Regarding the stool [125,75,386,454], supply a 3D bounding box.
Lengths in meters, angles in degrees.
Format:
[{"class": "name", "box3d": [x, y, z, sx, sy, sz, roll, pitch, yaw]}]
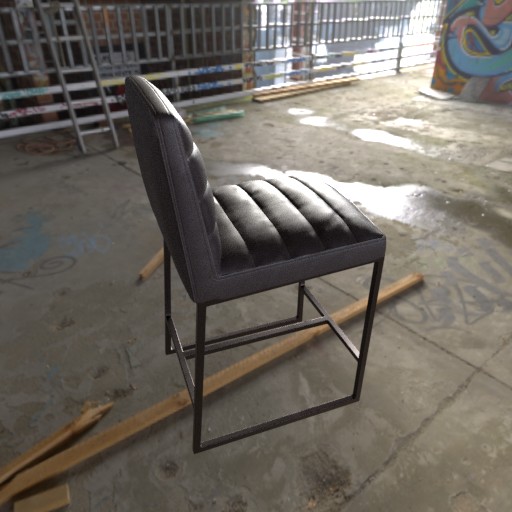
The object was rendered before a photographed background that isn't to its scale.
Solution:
[{"class": "stool", "box3d": [0.000, 0.000, 1.258, 0.562, 0.946, 0.463, -11, 33, -17]}]
